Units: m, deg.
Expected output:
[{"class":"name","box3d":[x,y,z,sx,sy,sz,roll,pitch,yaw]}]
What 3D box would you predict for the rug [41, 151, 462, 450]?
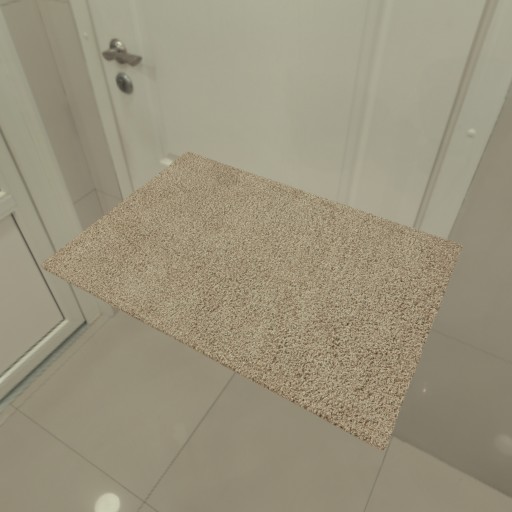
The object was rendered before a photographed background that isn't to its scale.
[{"class":"rug","box3d":[0.000,0.000,2.254,1.778,0.030,1.219,23,49,21]}]
